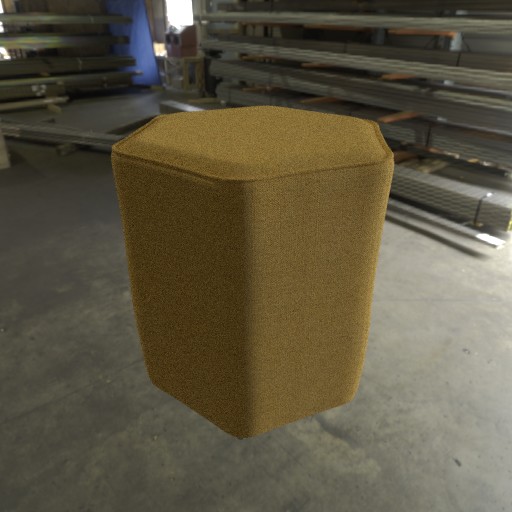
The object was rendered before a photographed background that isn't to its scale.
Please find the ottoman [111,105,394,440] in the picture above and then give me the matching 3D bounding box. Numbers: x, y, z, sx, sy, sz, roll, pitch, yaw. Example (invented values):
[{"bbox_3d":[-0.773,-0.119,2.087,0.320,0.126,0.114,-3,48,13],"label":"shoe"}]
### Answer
[{"bbox_3d":[0.000,0.000,0.878,0.494,0.502,0.443,20,35,32],"label":"ottoman"}]
